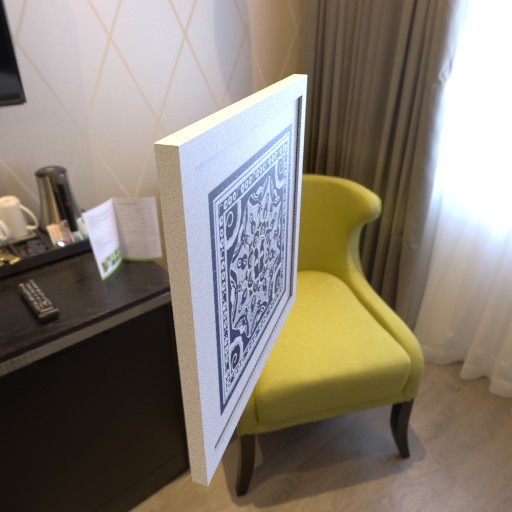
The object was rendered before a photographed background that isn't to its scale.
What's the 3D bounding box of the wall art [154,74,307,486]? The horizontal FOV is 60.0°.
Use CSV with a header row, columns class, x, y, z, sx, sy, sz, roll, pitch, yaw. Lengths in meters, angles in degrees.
class,x,y,z,sx,sy,sz,roll,pitch,yaw
wall art,0.000,0.000,0.819,0.028,0.559,0.559,10,31,17
